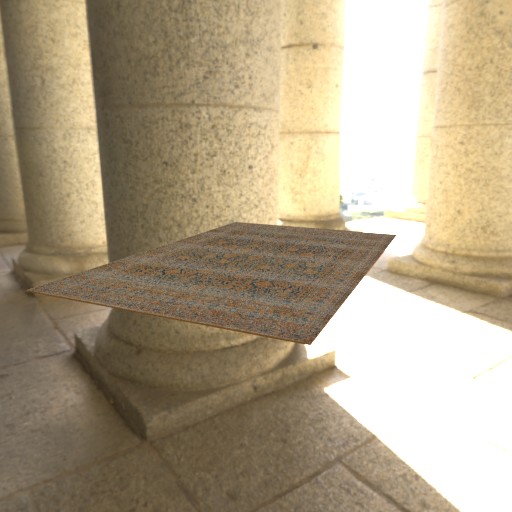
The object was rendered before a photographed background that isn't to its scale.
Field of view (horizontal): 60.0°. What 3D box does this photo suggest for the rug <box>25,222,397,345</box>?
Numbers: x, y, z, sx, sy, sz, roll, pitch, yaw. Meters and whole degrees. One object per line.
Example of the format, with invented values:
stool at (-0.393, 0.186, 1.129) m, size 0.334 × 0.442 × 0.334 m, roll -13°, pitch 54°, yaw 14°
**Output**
rug at (0.000, 0.000, 2.984) m, size 1.525 × 0.007 × 2.336 m, roll 6°, pitch 15°, yaw 24°
